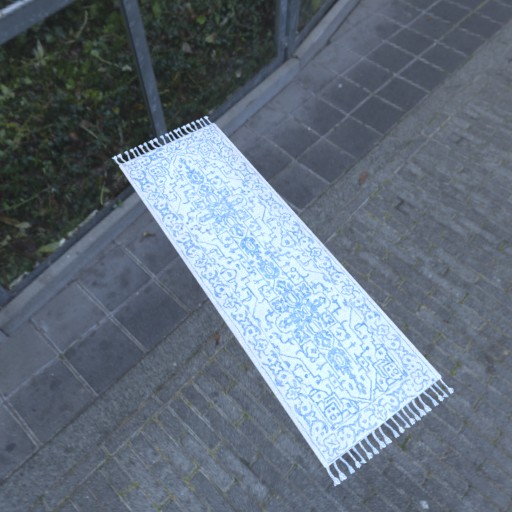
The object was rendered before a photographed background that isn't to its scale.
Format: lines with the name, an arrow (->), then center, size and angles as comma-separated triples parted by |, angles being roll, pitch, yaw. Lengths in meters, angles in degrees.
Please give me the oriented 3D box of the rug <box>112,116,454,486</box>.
rug -> 0.000, 0.000, 2.651 | 0.774, 0.011, 2.449 | -30, 63, -17
